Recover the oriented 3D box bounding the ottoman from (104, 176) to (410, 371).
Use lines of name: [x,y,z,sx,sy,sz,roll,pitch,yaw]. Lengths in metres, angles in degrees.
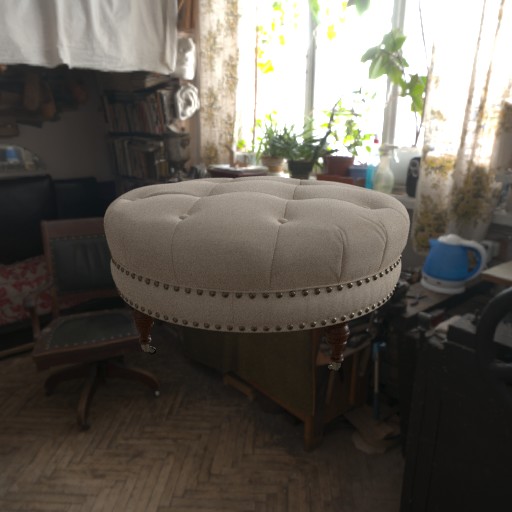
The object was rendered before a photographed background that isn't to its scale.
ottoman: [0.000,0.000,1.469,0.940,0.483,0.940,0,18,0]
